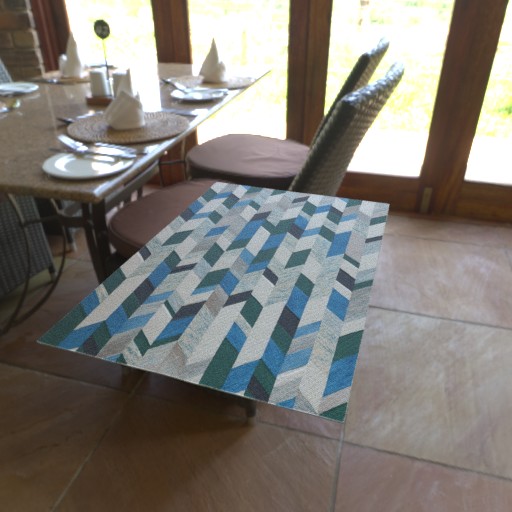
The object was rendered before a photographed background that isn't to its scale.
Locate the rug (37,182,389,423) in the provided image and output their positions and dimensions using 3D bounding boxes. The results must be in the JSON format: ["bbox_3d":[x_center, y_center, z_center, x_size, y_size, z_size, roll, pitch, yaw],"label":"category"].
[{"bbox_3d":[0.000,0.000,2.330,1.229,0.005,1.827,10,32,16],"label":"rug"}]
